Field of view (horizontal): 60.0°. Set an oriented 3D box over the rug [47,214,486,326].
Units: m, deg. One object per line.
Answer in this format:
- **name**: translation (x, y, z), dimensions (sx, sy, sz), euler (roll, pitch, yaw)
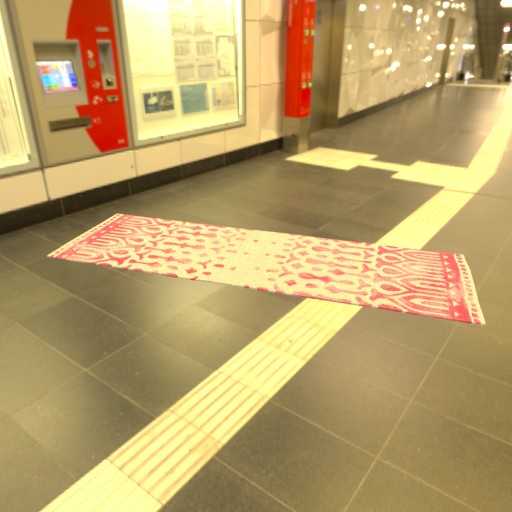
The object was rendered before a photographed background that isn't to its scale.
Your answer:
- **rug**: translation (0.000, 0.000, 2.702), dimensions (2.458, 0.011, 0.787), euler (8, 27, 16)
